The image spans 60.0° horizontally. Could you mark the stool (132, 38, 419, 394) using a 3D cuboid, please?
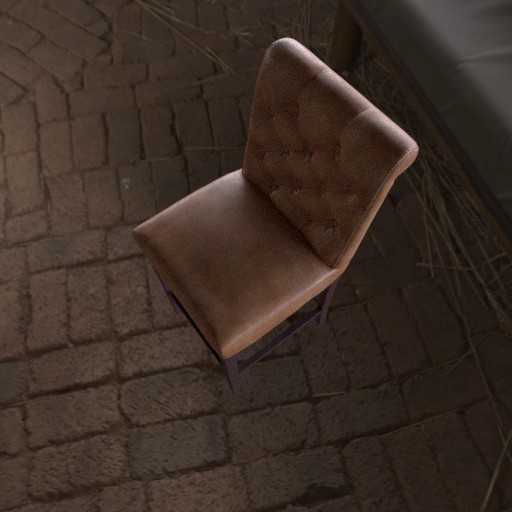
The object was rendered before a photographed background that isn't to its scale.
[{"bbox_3d":[0.000,0.000,1.470,0.601,1.140,0.493,-34,69,-16],"label":"stool"}]
